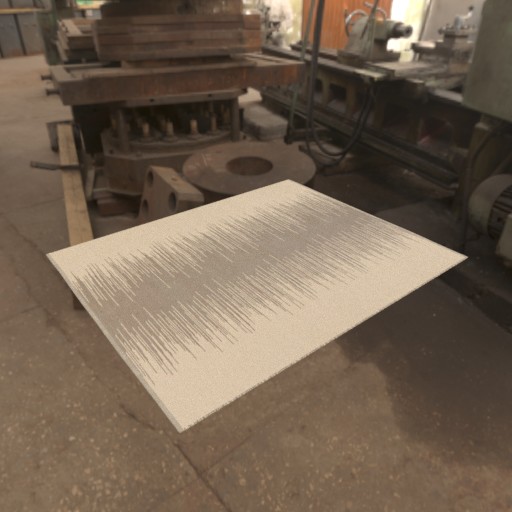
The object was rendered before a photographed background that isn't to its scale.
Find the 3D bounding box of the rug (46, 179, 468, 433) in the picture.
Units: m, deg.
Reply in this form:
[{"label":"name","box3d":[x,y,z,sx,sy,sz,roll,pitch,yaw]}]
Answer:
[{"label":"rug","box3d":[0.000,0.000,4.082,3.037,0.010,2.453,-22,38,-32]}]
